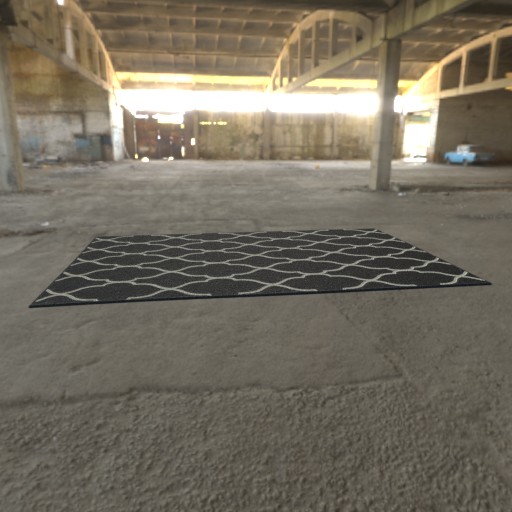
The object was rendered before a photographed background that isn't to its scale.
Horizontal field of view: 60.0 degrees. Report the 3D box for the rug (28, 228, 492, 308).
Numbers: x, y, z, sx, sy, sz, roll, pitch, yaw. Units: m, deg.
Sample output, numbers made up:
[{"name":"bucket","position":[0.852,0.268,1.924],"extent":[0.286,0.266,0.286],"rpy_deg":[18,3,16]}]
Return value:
[{"name":"rug","position":[0.000,0.000,2.875],"extent":[2.290,0.014,1.526],"rpy_deg":[-2,15,-8]}]
